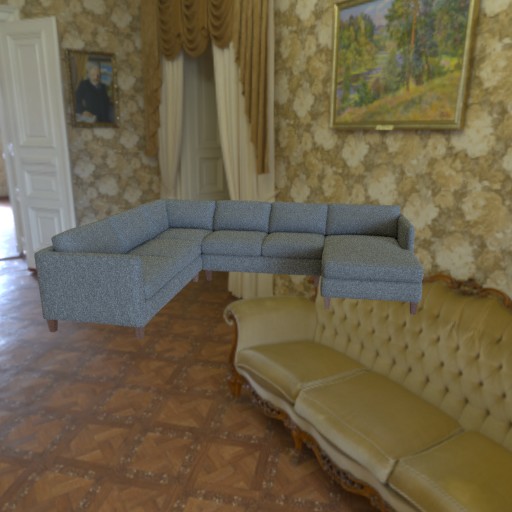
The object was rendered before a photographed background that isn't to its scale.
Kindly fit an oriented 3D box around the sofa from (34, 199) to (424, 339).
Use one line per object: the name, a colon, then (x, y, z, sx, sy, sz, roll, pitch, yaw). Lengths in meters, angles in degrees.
sofa: (0.000, 0.000, 4.550, 3.238, 0.853, 2.551, 3, 15, 10)
